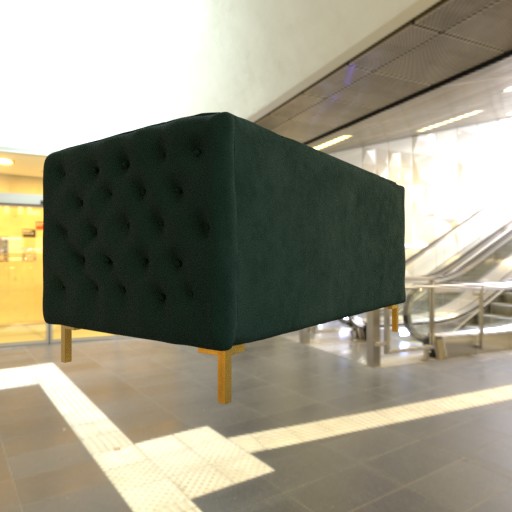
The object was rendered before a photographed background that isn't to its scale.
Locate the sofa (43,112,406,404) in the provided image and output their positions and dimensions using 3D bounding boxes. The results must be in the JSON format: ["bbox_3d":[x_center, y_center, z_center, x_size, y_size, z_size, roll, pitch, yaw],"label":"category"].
[{"bbox_3d":[0.000,0.000,2.024,0.909,0.810,1.583,0,0,36],"label":"sofa"}]
